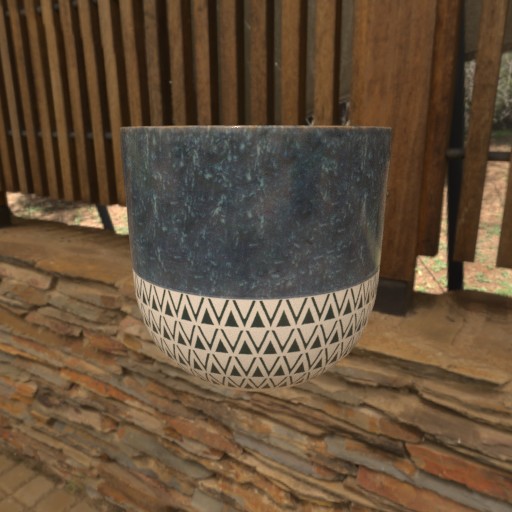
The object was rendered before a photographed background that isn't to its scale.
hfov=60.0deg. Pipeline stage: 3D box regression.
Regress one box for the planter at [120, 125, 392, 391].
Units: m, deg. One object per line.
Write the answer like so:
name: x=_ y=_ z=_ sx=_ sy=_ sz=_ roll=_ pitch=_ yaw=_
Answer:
planter: x=0.000 y=0.000 z=0.485 sx=0.266 sy=0.270 sz=0.266 roll=0 pitch=15 yaw=0
